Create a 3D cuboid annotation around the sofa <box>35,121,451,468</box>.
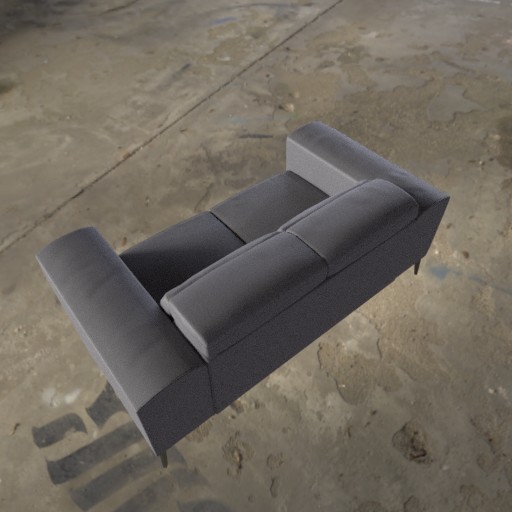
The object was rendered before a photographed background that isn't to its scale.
[{"bbox_3d":[0.000,0.000,2.372,1.895,0.779,1.003,-31,54,-25],"label":"sofa"}]
